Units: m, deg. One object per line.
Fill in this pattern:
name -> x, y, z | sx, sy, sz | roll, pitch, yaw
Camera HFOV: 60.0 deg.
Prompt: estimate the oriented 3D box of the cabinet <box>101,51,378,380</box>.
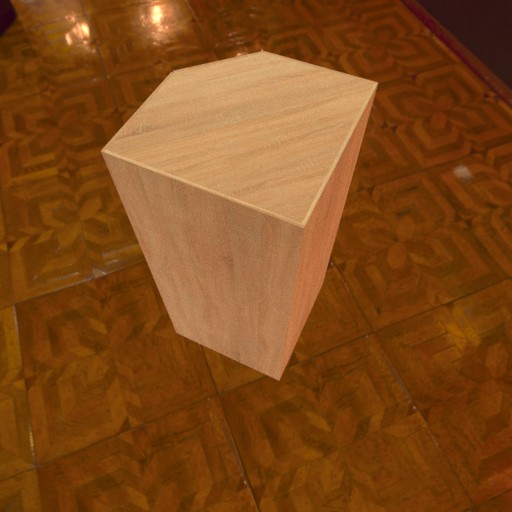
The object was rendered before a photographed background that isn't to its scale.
cabinet -> 0.000, 0.000, 2.861 | 1.327, 2.120, 1.094 | -17, 60, -10
